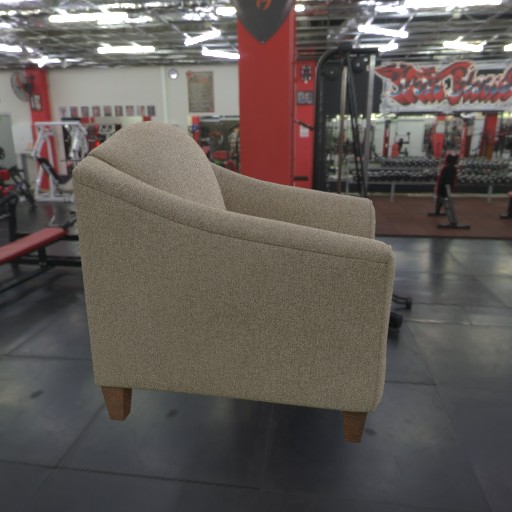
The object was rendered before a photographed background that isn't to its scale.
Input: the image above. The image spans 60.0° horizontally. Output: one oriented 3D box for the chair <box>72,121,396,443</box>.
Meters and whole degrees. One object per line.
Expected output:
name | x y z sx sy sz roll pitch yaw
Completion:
chair | 0.000 0.000 1.434 0.787 0.839 0.763 3 16 10
